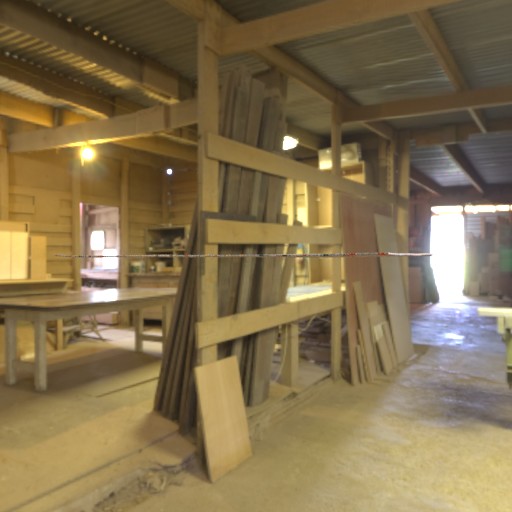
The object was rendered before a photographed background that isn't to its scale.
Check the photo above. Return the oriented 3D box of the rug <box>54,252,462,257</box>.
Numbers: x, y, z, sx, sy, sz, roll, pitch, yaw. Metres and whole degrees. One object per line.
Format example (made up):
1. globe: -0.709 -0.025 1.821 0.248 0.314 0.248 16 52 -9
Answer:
1. rug: 0.000 0.000 2.378 1.835 0.017 1.220 0 0 35
